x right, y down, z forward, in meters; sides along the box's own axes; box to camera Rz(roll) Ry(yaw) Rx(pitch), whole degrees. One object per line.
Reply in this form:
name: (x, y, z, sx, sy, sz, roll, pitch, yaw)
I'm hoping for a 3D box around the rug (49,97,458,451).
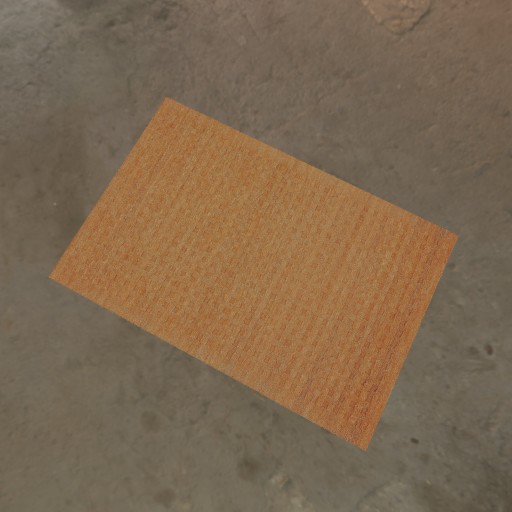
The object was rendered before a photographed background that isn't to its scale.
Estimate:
rug: (0.000, 0.000, 2.957, 2.285, 0.006, 1.524, 27, 77, 7)
